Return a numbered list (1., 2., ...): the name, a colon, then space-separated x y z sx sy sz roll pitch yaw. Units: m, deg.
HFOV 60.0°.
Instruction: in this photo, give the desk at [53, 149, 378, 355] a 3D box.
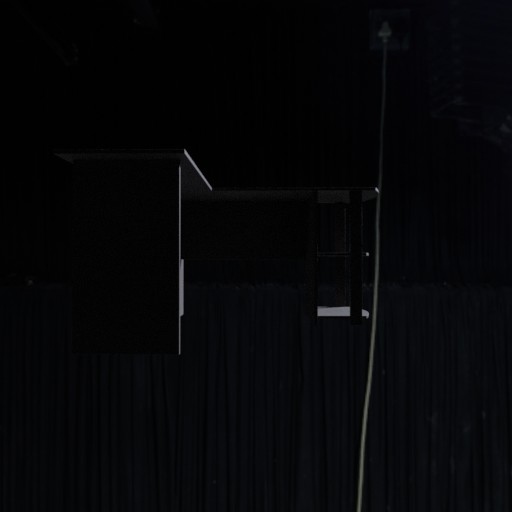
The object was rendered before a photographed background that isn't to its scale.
1. desk: 0.000 0.000 2.147 1.361 0.716 1.303 0 -1 1
